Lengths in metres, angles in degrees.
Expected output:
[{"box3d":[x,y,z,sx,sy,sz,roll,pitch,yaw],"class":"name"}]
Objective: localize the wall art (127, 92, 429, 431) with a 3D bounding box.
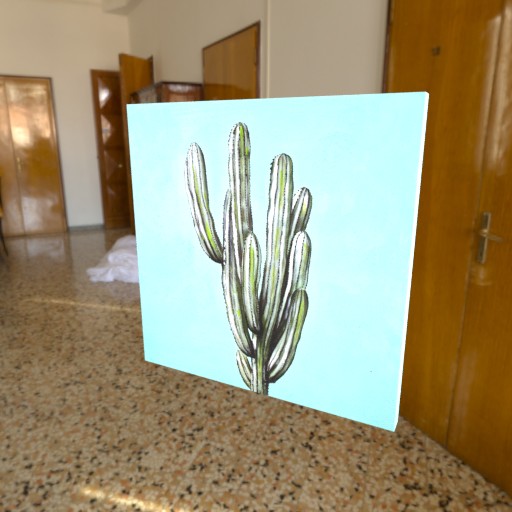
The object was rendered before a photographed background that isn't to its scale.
[{"box3d":[0.000,0.000,0.904,0.603,0.603,0.036,8,17,26],"class":"wall art"}]
